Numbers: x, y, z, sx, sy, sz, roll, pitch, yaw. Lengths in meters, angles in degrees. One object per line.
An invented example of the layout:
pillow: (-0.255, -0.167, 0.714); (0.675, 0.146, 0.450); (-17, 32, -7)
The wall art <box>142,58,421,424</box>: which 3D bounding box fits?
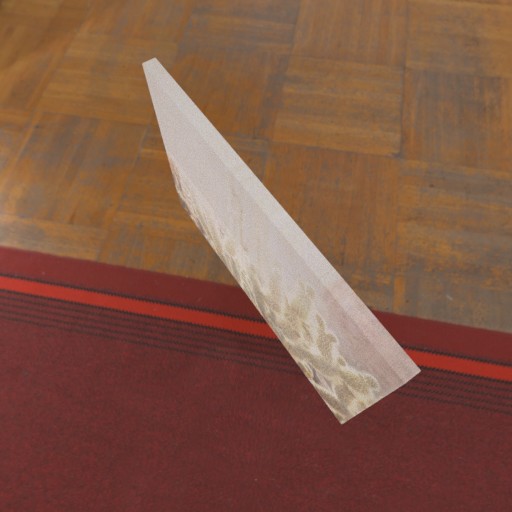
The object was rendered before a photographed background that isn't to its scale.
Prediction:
wall art: (0.000, 0.000, 1.173); (0.040, 0.608, 0.916); (-32, 67, -15)
